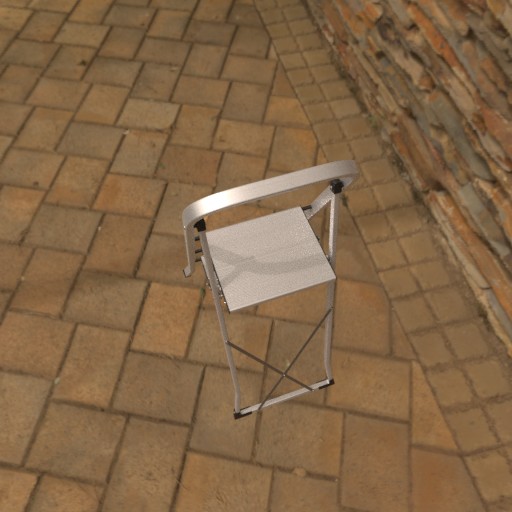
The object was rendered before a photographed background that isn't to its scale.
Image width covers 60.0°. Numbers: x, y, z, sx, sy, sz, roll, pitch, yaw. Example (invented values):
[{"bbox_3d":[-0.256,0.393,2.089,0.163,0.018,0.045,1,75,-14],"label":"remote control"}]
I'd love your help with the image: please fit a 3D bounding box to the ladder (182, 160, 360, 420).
[{"bbox_3d":[0.000,0.000,1.433,0.465,1.070,0.704,-16,60,-10],"label":"ladder"}]
